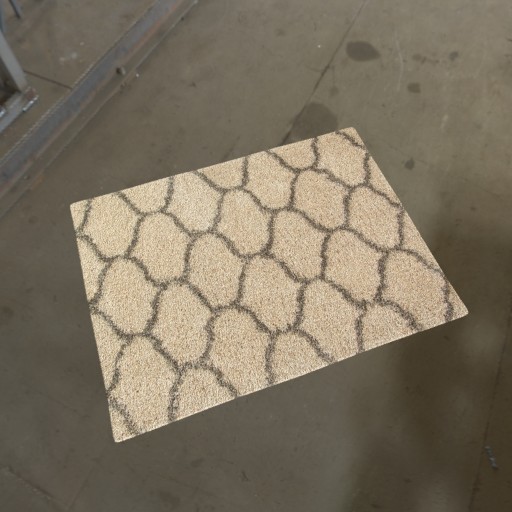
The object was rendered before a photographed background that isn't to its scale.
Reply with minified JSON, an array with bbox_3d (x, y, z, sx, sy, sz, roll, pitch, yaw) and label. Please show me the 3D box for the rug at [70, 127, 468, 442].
[{"bbox_3d":[0.000,0.000,2.128,1.600,0.025,1.200,-17,63,-9],"label":"rug"}]
